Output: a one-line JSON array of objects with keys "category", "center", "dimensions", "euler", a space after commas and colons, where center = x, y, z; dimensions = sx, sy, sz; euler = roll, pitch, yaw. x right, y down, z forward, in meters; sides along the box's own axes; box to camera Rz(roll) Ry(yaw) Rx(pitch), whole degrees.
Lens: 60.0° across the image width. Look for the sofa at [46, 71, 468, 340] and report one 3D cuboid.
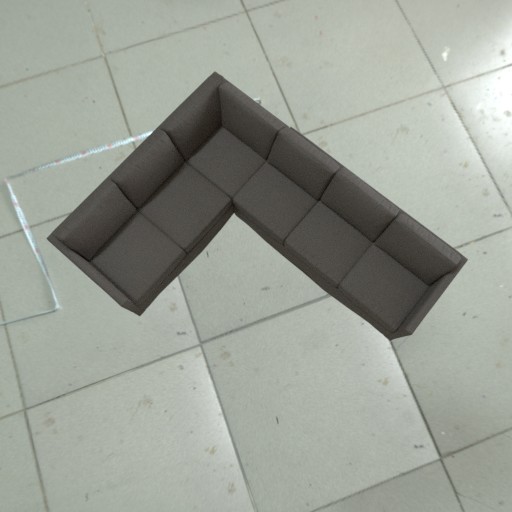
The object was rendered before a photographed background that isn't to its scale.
[{"category": "sofa", "center": [0.000, 0.000, 4.405], "dimensions": [3.182, 0.871, 2.432], "euler": [39, 79, 9]}]
